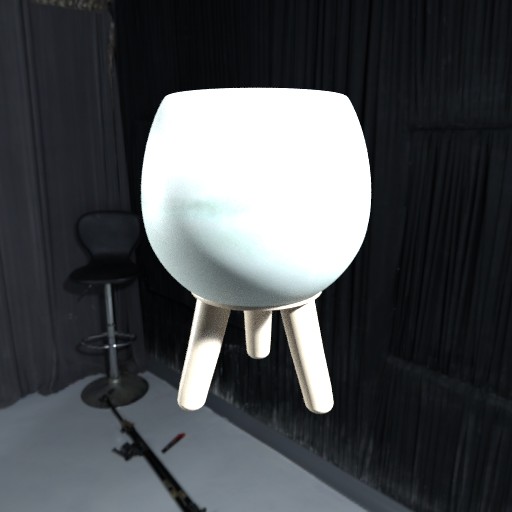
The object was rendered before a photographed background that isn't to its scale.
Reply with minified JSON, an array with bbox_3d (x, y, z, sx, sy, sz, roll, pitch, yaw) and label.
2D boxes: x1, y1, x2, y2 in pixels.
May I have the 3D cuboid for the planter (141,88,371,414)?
[{"bbox_3d":[0.000,0.000,0.333,0.161,0.224,0.161,0,15,0],"label":"planter"}]
